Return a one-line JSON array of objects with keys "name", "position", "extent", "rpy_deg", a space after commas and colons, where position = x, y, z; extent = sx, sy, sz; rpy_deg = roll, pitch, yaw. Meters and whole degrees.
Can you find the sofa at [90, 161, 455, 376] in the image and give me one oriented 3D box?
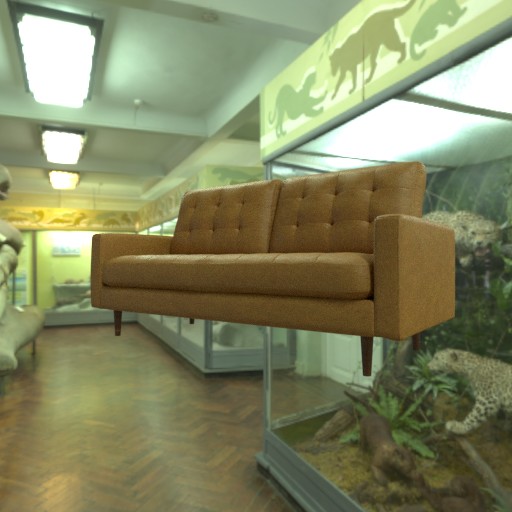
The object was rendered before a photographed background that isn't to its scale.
[{"name": "sofa", "position": [0.000, 0.000, 2.334], "extent": [1.821, 0.898, 0.850], "rpy_deg": [-1, -1, 36]}]
